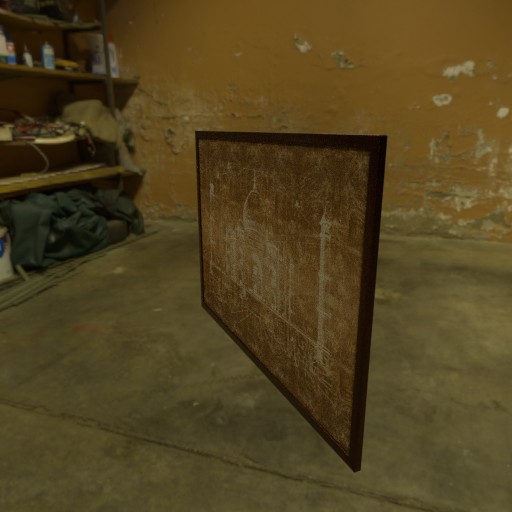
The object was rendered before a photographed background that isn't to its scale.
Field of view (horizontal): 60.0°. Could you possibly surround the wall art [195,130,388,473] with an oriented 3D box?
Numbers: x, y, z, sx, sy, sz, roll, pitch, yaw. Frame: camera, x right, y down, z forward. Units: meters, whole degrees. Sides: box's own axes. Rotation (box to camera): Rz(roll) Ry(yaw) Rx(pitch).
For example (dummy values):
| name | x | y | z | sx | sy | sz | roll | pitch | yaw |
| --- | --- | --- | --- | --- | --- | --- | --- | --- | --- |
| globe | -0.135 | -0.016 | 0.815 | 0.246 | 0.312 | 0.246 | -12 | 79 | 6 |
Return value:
| name | x | y | z | sx | sy | sz | roll | pitch | yaw |
| --- | --- | --- | --- | --- | --- | --- | --- | --- | --- |
| wall art | 0.000 | 0.000 | 1.038 | 0.014 | 0.559 | 0.816 | -8 | 18 | -24 |
